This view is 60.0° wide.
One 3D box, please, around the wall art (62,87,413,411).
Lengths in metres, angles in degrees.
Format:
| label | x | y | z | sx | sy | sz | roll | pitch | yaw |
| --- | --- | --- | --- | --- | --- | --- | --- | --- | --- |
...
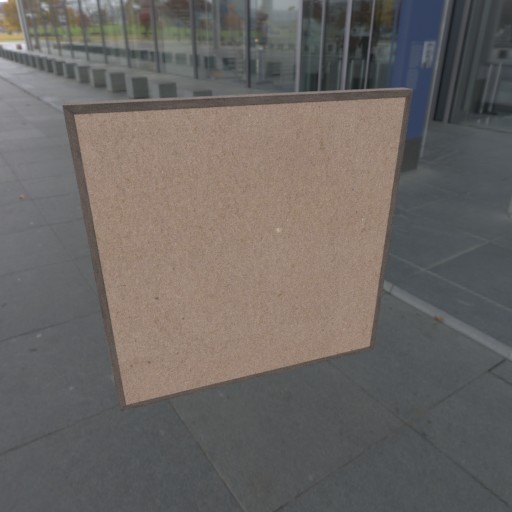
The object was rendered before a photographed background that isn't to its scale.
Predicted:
| label | x | y | z | sx | sy | sz | roll | pitch | yaw |
| --- | --- | --- | --- | --- | --- | --- | --- | --- | --- |
| wall art | 0.000 | 0.000 | 1.109 | 0.762 | 0.762 | 0.038 | -9 | 28 | -17 |
